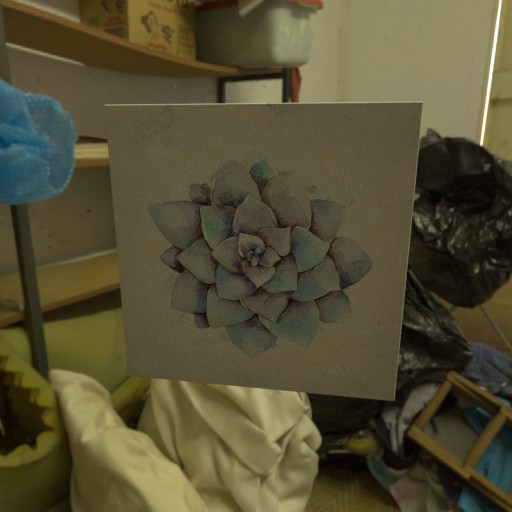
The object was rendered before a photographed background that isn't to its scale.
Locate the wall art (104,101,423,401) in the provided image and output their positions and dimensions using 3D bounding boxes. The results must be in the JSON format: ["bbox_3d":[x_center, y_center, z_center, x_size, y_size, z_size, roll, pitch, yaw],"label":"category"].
[{"bbox_3d":[0.000,0.000,0.941,0.612,0.612,0.040,3,16,9],"label":"wall art"}]
